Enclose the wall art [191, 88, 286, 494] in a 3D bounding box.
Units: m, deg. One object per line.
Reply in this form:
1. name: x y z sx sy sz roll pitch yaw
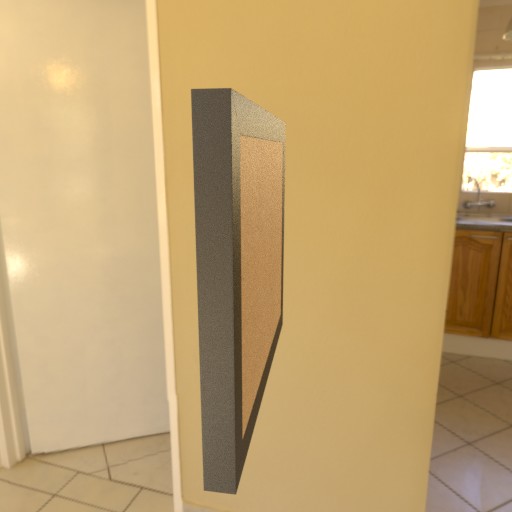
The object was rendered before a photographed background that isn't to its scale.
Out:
1. wall art: 0.000 0.000 0.519 0.028 0.321 0.381 2 13 9
